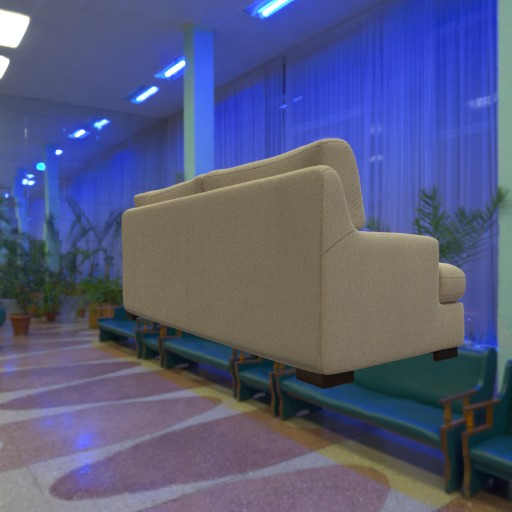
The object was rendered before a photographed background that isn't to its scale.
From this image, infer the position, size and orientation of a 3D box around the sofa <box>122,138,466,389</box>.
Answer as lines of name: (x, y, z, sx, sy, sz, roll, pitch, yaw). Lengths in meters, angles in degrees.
sofa: (0.000, 0.000, 2.649, 0.929, 0.925, 2.147, 0, 1, -35)
